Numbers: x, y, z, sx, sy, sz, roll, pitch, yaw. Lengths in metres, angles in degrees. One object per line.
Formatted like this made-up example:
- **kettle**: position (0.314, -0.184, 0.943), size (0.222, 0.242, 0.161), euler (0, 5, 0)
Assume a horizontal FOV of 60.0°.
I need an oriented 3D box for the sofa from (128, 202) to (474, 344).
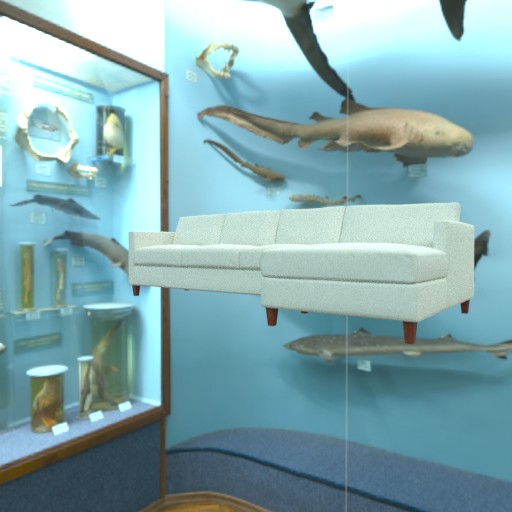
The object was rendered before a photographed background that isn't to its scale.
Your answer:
- **sofa**: position (0.000, 0.000, 4.152), size (3.471, 0.954, 1.606), euler (1, 1, 37)
